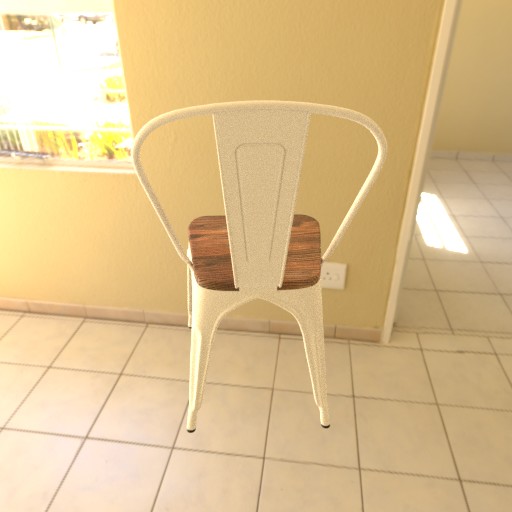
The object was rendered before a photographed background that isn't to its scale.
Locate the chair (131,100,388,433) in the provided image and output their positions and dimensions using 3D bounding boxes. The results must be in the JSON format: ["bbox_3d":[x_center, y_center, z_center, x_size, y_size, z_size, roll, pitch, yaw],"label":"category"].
[{"bbox_3d":[0.000,0.000,1.114,0.452,0.851,0.521,-1,30,-2],"label":"chair"}]
